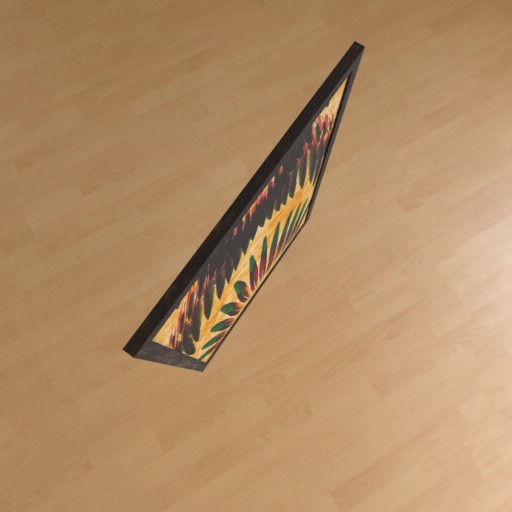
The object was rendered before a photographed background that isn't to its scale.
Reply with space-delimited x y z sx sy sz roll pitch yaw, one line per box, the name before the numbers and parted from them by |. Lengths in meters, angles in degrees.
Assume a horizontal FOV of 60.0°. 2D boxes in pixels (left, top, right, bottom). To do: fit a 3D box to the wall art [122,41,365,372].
wall art | 0.000 0.000 1.399 0.029 1.066 0.812 33 77 9
